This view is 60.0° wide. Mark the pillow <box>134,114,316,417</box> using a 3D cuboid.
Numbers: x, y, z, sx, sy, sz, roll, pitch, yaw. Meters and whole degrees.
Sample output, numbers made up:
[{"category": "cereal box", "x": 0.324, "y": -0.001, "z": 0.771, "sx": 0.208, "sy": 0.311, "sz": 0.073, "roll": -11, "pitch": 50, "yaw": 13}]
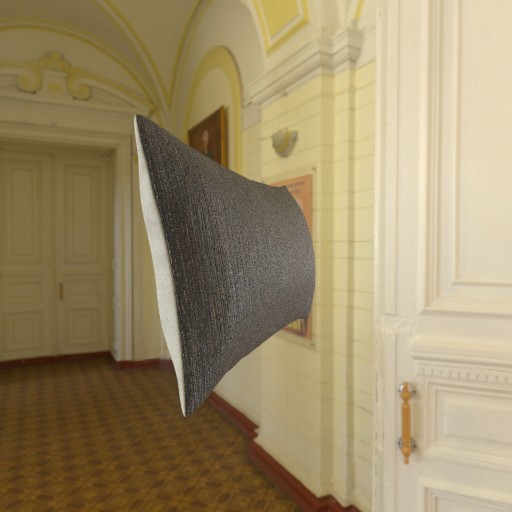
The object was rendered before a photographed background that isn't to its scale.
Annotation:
[{"category": "pillow", "x": 0.000, "y": 0.000, "z": 0.732, "sx": 0.156, "sy": 0.305, "sz": 0.608, "roll": 1, "pitch": 2, "yaw": 18}]
